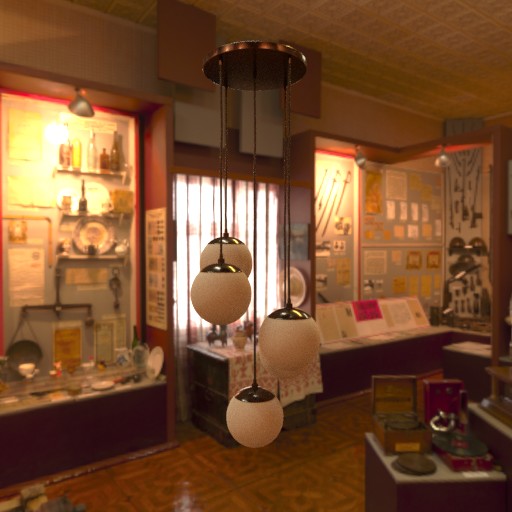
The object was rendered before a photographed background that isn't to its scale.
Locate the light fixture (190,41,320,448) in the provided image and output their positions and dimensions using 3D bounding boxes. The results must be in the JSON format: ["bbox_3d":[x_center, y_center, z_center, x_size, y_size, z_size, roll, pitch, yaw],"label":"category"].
[{"bbox_3d":[0.000,0.000,1.483,0.484,1.271,0.489,0,1,-34],"label":"light fixture"}]
